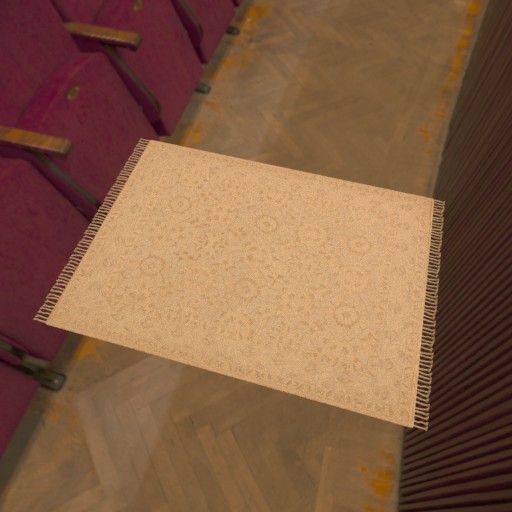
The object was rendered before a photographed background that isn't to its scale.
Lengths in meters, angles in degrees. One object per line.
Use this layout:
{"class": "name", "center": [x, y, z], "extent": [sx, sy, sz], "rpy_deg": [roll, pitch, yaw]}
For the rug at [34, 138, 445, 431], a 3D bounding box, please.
{"class": "rug", "center": [0.000, 0.000, 2.212], "extent": [1.771, 0.015, 1.223], "rpy_deg": [14, 59, 8]}
